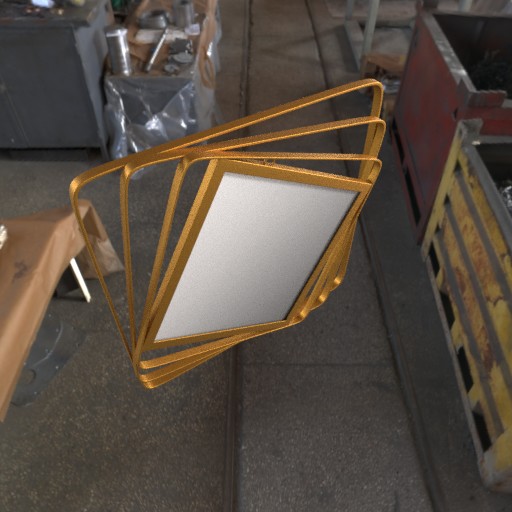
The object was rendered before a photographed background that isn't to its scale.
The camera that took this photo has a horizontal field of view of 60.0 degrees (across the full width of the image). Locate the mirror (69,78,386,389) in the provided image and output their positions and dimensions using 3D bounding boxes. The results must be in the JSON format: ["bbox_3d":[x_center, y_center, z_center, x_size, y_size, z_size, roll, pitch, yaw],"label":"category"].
[{"bbox_3d":[0.000,0.000,0.710,0.470,0.468,0.045,-25,51,-22],"label":"mirror"}]
